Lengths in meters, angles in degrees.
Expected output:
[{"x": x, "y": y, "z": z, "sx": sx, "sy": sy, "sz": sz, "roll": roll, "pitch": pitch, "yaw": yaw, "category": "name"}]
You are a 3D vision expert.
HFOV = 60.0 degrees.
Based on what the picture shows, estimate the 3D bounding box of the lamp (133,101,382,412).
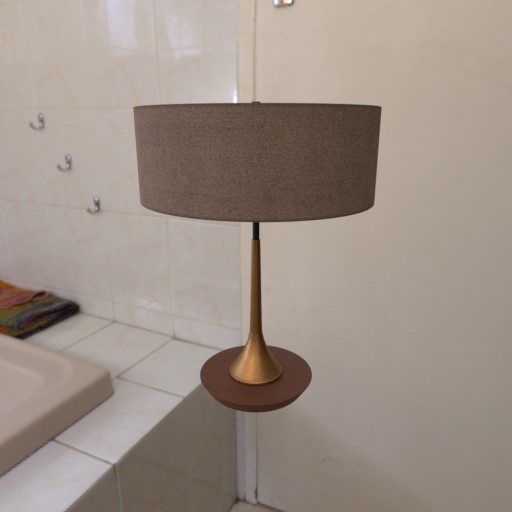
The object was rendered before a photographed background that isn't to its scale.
[{"x": 0.000, "y": 0.000, "z": 0.837, "sx": 0.417, "sy": 0.551, "sz": 0.396, "roll": 9, "pitch": 19, "yaw": 27, "category": "lamp"}]
